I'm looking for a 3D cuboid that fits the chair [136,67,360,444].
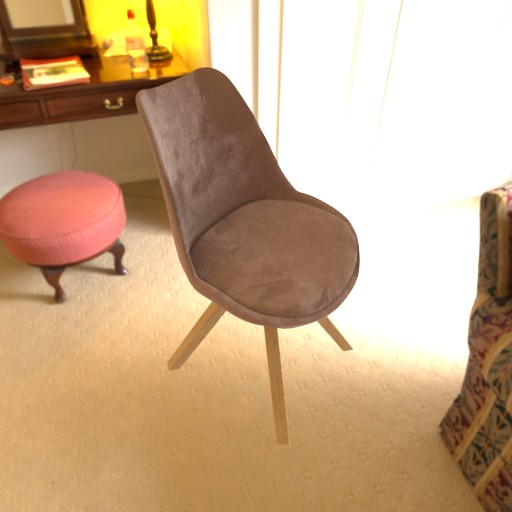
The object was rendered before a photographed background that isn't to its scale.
[{"bbox_3d":[0.000,0.000,1.213,0.550,0.850,0.485,25,47,26],"label":"chair"}]
